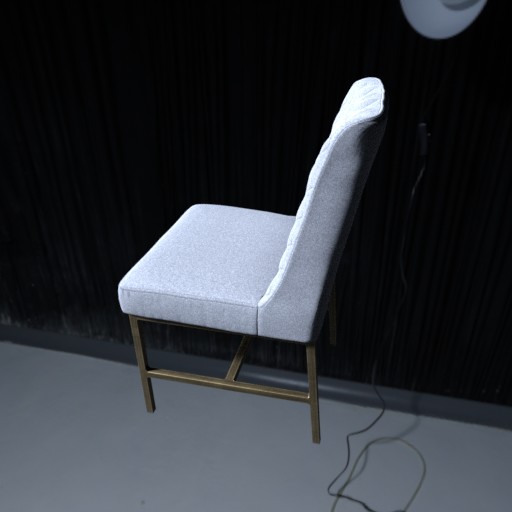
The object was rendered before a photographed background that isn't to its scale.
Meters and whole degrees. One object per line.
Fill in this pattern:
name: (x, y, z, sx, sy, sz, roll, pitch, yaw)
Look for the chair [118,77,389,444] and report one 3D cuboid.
chair: (0.000, 0.000, 1.226, 0.587, 0.889, 0.508, 8, 32, 13)
